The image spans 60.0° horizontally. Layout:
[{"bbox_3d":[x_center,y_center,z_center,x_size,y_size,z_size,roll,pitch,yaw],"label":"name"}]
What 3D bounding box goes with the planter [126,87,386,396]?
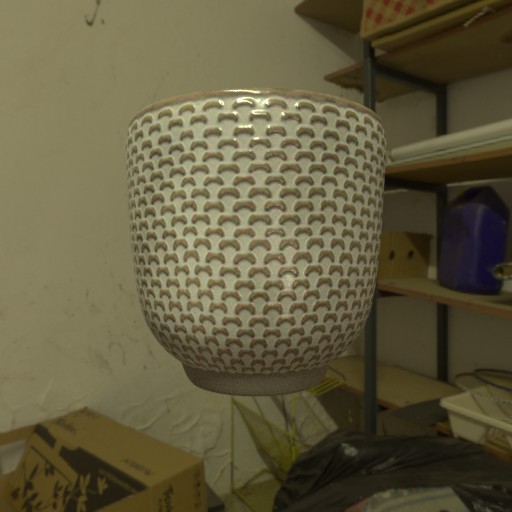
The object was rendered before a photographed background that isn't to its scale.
[{"bbox_3d":[0.000,0.000,0.348,0.197,0.191,0.197,0,-1,0],"label":"planter"}]
